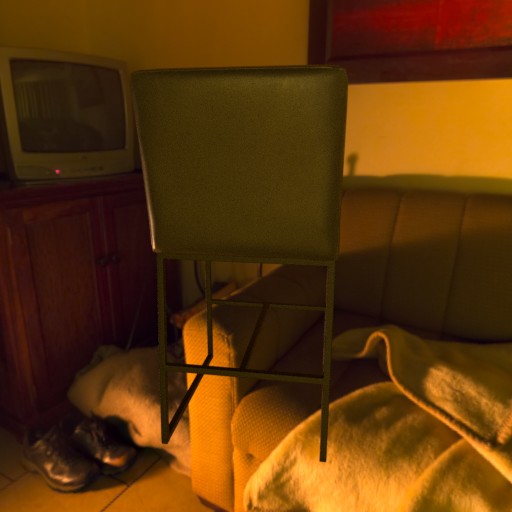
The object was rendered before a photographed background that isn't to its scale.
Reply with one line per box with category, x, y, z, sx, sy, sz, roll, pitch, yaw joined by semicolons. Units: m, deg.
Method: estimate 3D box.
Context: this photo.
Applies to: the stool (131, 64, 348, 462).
stool;0.000;0.000;1.255;0.457;0.938;0.552;3;16;9
